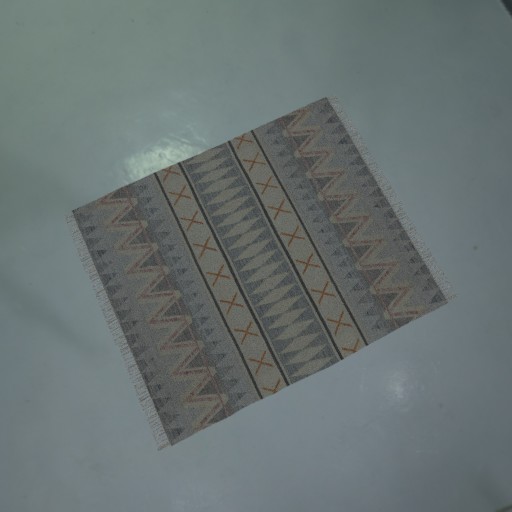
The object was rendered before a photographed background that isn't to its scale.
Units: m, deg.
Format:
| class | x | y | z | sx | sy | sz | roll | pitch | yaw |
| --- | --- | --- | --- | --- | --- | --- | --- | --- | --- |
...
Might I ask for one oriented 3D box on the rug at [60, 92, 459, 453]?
| class | x | y | z | sx | sy | sz | roll | pitch | yaw |
| --- | --- | --- | --- | --- | --- | --- | --- | --- | --- |
| rug | 0.000 | 0.000 | 4.132 | 3.000 | 0.012 | 2.371 | -26 | 78 | -6 |
